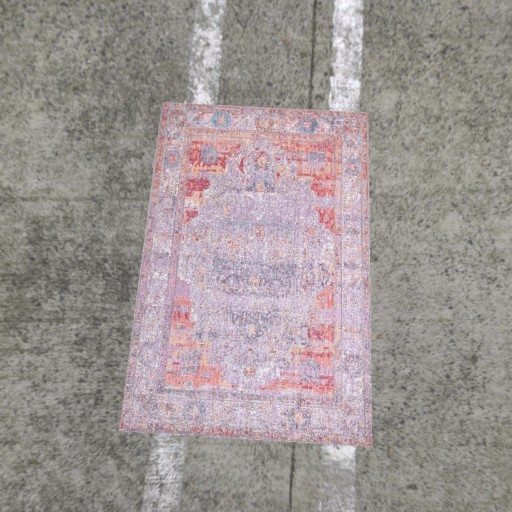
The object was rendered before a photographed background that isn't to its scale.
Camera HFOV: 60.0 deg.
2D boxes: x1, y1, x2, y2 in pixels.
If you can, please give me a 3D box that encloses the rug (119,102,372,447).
[{"bbox_3d":[0.000,0.000,2.375,1.219,0.005,1.829,3,74,1],"label":"rug"}]
